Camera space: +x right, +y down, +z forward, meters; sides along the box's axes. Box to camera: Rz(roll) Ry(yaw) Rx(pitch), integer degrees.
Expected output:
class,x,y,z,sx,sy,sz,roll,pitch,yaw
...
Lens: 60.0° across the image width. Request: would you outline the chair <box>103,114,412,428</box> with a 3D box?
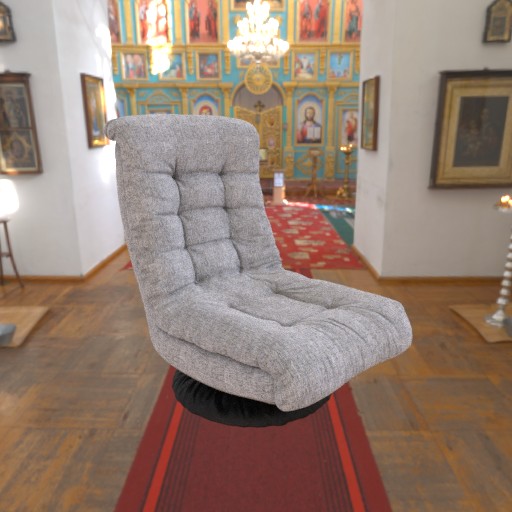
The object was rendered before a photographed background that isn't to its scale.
class,x,y,z,sx,sy,sz,roll,pitch,yaw
chair,0.000,0.000,0.954,0.400,0.600,0.583,-14,20,-43
